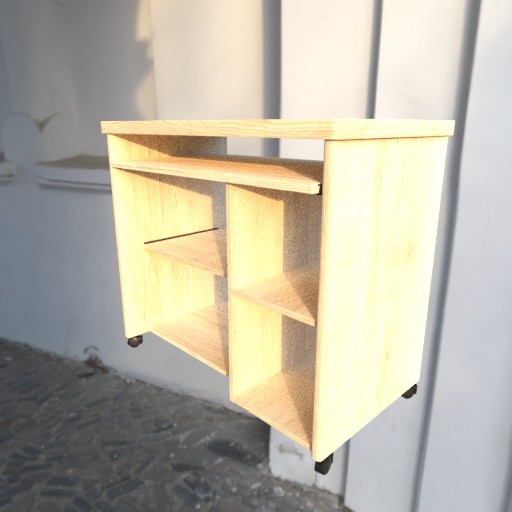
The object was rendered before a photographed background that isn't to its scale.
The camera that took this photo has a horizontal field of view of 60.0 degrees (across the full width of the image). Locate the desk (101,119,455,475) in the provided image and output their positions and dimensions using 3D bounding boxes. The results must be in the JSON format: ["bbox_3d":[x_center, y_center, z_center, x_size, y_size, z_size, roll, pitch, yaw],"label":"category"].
[{"bbox_3d":[0.000,0.000,1.322,0.480,0.770,0.885,-16,23,-42],"label":"desk"}]
